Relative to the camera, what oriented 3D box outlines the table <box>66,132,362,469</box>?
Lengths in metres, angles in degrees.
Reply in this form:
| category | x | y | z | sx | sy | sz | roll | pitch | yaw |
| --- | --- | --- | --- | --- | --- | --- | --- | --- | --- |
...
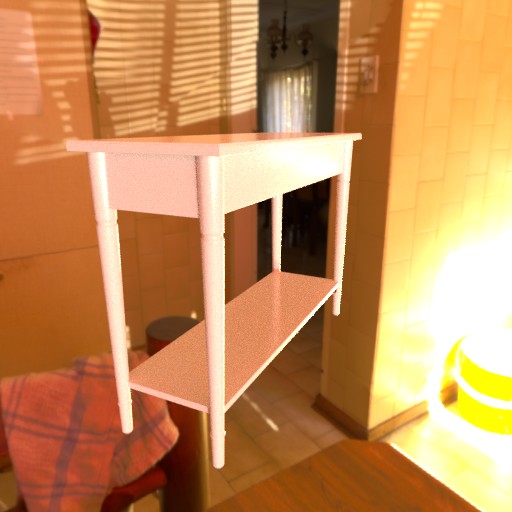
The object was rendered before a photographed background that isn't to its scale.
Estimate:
| category | x | y | z | sx | sy | sz | roll | pitch | yaw |
| --- | --- | --- | --- | --- | --- | --- | --- | --- | --- |
| table | 0.000 | 0.000 | 1.430 | 0.381 | 0.749 | 1.067 | 8 | 18 | 25 |
